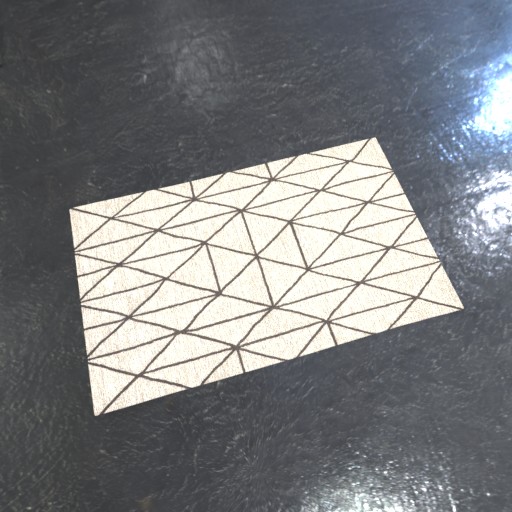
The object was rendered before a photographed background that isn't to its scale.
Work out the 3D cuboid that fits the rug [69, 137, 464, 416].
[{"bbox_3d":[0.000,0.000,3.142,2.465,0.008,1.526,-15,65,-7],"label":"rug"}]
